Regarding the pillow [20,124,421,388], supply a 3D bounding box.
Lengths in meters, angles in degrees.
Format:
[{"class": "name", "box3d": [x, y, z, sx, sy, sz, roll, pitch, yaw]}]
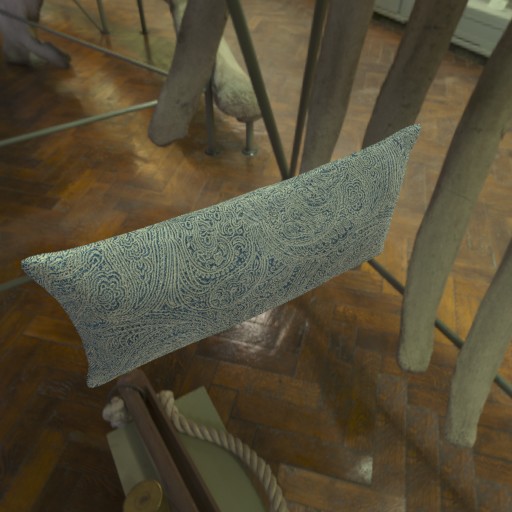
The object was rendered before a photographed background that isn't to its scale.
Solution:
[{"class": "pillow", "box3d": [0.000, 0.000, 0.711, 0.615, 0.295, 0.151, -22, 50, -20]}]
